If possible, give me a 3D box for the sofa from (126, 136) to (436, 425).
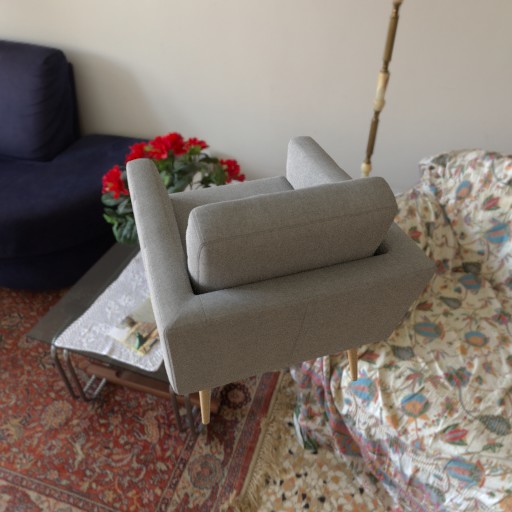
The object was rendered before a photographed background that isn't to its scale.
[{"bbox_3d":[0.000,0.000,1.571,0.770,0.860,0.920,-12,41,-14],"label":"sofa"}]
